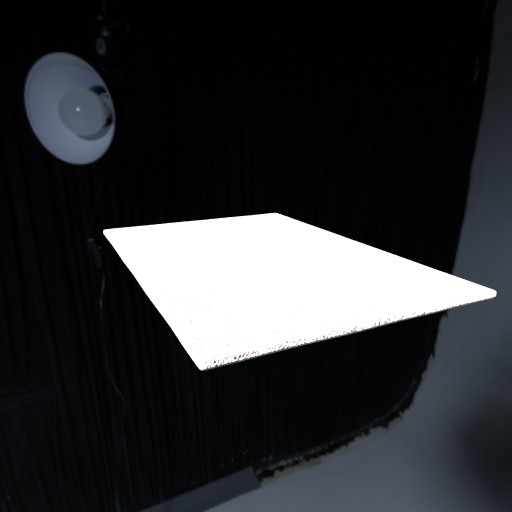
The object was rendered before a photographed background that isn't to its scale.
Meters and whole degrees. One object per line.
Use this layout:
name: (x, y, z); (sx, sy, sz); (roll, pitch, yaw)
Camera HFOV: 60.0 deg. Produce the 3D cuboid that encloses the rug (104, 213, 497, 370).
rug: (0.000, 0.000, 2.224); (1.219, 0.030, 1.778); (-8, 18, -25)
